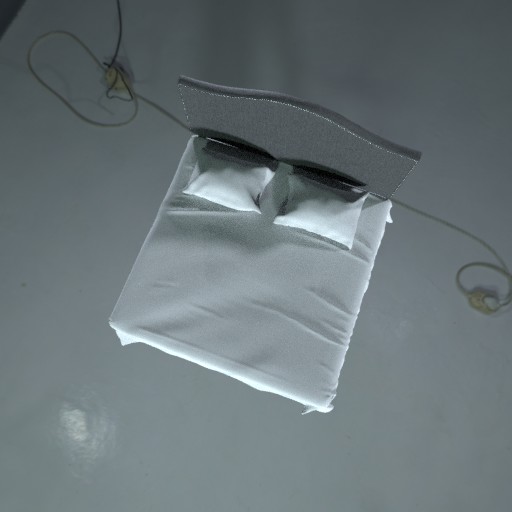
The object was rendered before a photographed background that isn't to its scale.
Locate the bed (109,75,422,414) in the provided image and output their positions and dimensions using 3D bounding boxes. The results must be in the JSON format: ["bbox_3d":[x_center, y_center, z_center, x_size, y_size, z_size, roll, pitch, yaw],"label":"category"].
[{"bbox_3d":[0.000,0.000,3.777,2.314,1.651,2.219,19,76,5],"label":"bed"}]
